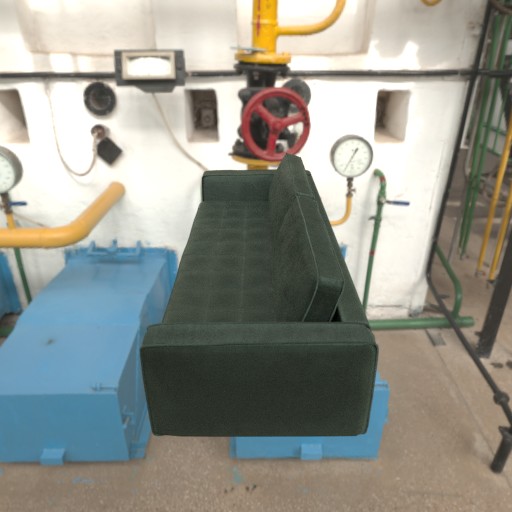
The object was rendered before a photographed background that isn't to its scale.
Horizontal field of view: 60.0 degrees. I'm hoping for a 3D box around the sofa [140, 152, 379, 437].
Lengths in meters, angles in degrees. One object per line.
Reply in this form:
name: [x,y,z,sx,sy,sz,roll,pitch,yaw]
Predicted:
sofa: [0.000,0.000,2.612,0.886,0.781,2.214,0,27,0]
